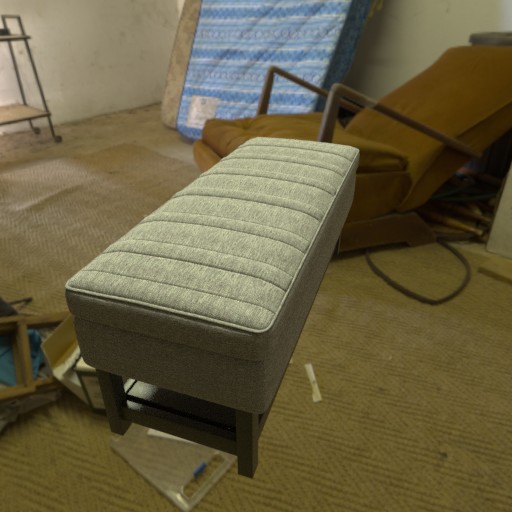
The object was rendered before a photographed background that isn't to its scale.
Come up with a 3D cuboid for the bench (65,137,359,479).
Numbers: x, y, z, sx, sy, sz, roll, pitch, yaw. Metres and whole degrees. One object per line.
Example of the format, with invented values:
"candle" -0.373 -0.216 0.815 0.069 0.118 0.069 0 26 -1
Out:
"bench" 0.000 0.000 1.313 0.429 0.470 1.100 10 32 17
